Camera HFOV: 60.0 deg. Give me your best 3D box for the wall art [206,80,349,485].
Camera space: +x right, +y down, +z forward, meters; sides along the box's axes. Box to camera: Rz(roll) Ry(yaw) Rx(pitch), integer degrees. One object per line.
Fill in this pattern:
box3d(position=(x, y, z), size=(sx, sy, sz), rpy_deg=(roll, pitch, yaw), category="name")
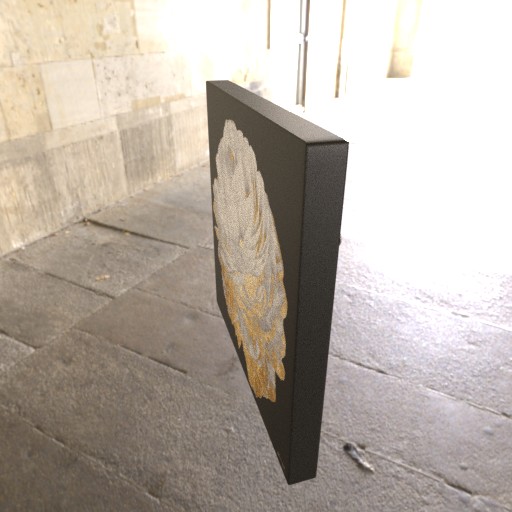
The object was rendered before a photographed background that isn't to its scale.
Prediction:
box3d(position=(0.000, 0.000, 0.606), size=(0.041, 0.407, 0.406), rpy_deg=(-8, 29, -15), category="wall art")
